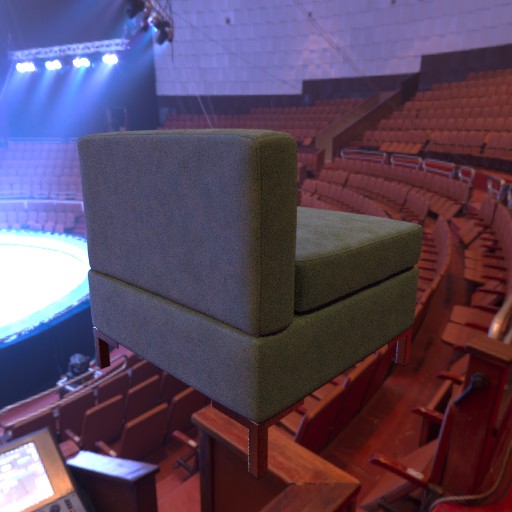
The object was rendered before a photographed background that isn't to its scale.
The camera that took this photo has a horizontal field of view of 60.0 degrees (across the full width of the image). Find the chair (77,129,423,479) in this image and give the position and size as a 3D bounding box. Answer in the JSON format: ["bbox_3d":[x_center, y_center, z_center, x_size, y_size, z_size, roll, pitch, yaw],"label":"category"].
[{"bbox_3d":[0.000,0.000,1.224,0.684,0.660,0.685,14,20,42],"label":"chair"}]
